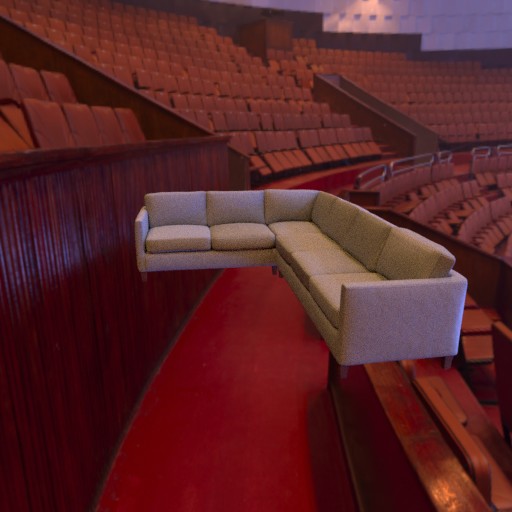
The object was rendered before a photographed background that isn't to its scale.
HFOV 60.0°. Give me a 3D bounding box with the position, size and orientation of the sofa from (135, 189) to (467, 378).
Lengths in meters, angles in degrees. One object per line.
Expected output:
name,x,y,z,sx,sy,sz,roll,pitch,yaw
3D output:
sofa,0.000,0.000,4.513,2.592,0.947,3.301,-2,17,-8
